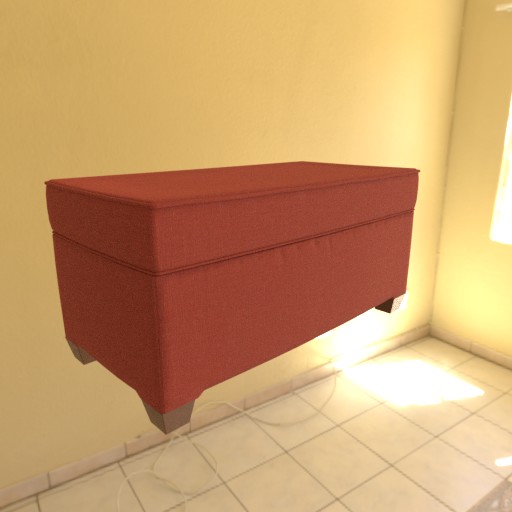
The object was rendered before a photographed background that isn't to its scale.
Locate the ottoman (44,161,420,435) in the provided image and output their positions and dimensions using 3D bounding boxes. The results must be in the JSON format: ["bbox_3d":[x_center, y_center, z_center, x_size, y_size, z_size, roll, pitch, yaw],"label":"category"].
[{"bbox_3d":[0.000,0.000,1.231,0.948,0.454,0.497,-15,22,-42],"label":"ottoman"}]
